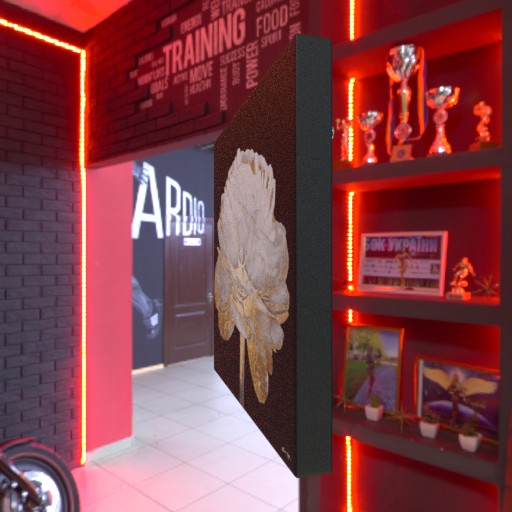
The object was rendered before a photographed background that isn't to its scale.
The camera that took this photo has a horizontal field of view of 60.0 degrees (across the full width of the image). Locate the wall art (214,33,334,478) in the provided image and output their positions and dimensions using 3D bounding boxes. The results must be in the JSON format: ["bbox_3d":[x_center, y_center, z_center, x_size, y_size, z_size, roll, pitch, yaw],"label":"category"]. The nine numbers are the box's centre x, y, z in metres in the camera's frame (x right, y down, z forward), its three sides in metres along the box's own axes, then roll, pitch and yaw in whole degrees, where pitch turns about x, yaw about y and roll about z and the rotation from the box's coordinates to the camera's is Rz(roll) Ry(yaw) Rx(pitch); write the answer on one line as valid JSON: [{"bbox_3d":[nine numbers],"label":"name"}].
[{"bbox_3d":[0.000,0.000,0.602,0.041,0.407,0.406,0,0,-16],"label":"wall art"}]
